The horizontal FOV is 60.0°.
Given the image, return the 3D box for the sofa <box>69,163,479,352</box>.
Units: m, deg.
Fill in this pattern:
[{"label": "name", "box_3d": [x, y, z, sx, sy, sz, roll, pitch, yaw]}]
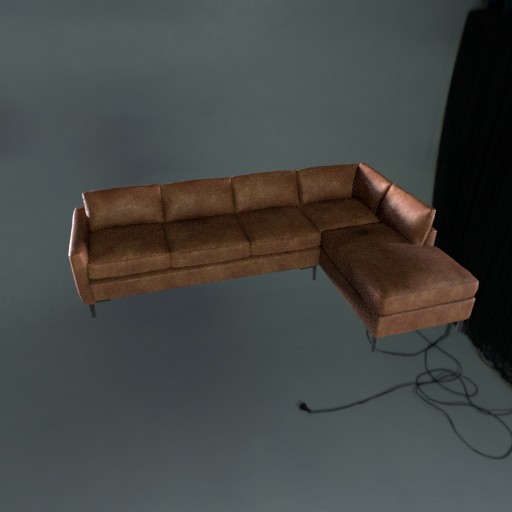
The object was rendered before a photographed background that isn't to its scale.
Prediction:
[{"label": "sofa", "box_3d": [0.000, 0.000, 3.798, 2.984, 0.877, 1.938, -9, 32, -14]}]
